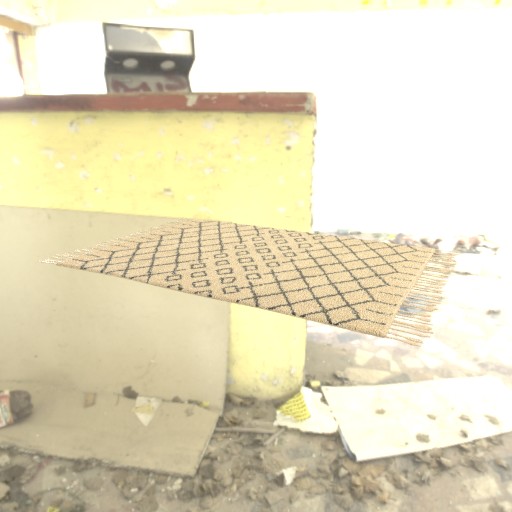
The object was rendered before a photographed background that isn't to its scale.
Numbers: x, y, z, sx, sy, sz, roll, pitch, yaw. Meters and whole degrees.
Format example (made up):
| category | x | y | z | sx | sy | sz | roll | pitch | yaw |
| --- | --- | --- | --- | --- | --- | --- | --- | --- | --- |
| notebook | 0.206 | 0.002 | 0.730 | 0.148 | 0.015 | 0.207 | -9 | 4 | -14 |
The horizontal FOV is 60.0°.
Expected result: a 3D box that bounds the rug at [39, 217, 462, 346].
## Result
| category | x | y | z | sx | sy | sz | roll | pitch | yaw |
| --- | --- | --- | --- | --- | --- | --- | --- | --- | --- |
| rug | 0.000 | 0.000 | 3.201 | 2.615 | 0.029 | 1.664 | 9 | 19 | 27 |
